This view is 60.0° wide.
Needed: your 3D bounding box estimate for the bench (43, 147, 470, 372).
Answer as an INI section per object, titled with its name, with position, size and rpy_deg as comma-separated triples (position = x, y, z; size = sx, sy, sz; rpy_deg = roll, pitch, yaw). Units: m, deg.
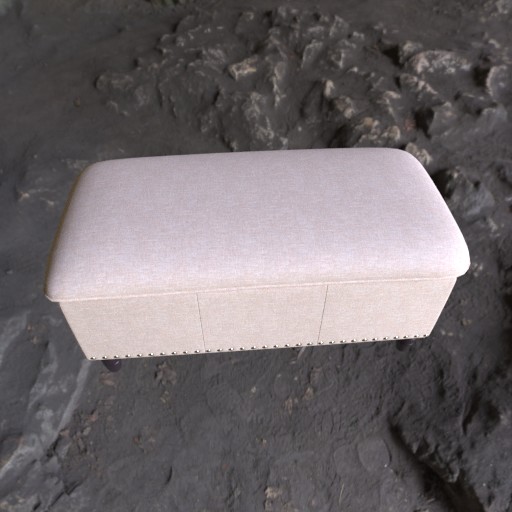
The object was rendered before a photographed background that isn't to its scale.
[bench]
position = 0.000, 0.000, 1.248
size = 0.991, 0.483, 0.483
rpy_deg = -3, 46, -3
